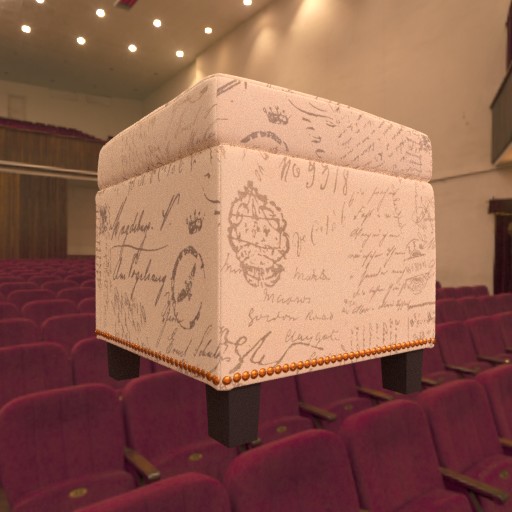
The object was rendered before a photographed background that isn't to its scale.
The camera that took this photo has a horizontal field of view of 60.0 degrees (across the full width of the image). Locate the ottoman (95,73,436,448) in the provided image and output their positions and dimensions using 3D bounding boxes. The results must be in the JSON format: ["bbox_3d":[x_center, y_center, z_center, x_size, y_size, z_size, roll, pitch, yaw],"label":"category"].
[{"bbox_3d":[0.000,0.000,0.800,0.449,0.457,0.450,1,-1,-37],"label":"ottoman"}]
